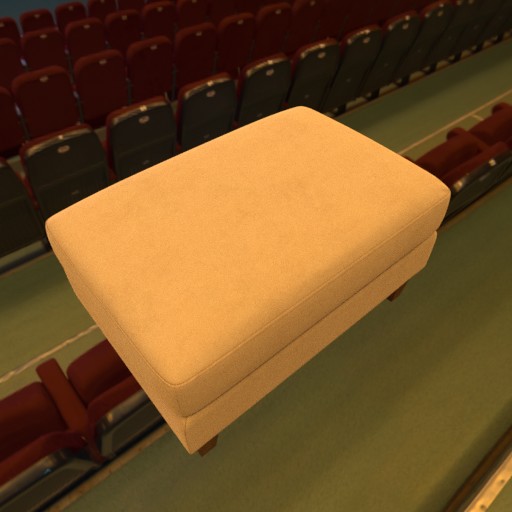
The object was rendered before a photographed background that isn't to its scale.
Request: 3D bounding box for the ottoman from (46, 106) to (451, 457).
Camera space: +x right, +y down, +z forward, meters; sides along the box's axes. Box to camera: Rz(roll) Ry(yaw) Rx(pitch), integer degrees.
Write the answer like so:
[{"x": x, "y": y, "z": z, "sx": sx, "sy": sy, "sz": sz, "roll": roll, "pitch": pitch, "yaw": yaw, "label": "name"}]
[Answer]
[{"x": 0.000, "y": 0.000, "z": 1.198, "sx": 0.864, "sy": 0.483, "sz": 0.584, "roll": -32, "pitch": 54, "yaw": -26, "label": "ottoman"}]
